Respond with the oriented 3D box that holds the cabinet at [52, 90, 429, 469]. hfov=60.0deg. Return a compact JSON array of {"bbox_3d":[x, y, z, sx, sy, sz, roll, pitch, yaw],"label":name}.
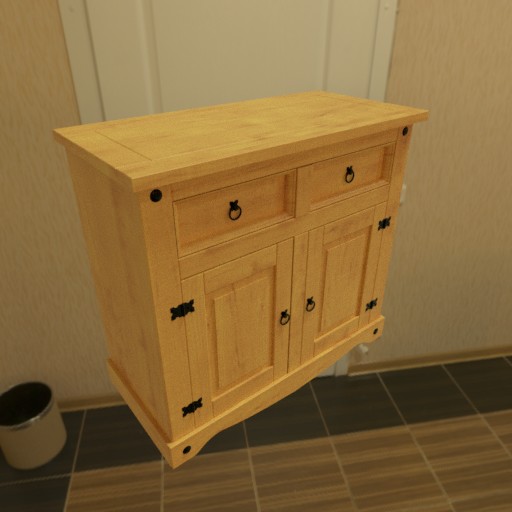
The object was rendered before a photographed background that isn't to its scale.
[{"bbox_3d":[0.000,0.000,1.391,0.920,0.840,0.450,-21,36,-33],"label":"cabinet"}]
